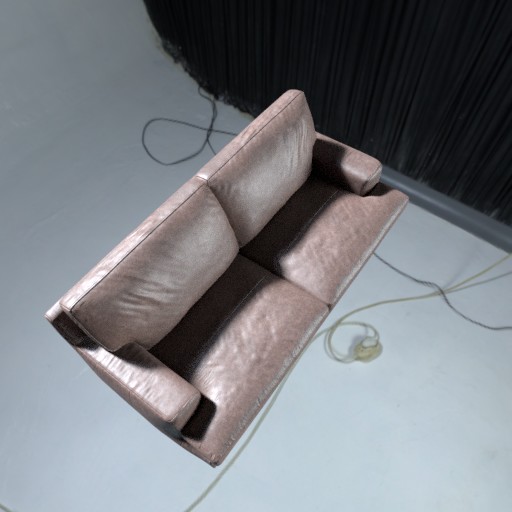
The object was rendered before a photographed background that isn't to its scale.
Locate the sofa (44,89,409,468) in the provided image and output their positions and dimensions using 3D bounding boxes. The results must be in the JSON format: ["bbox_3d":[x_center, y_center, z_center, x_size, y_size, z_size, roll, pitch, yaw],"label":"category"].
[{"bbox_3d":[0.000,0.000,2.815,1.143,0.941,2.261,32,63,18],"label":"sofa"}]
